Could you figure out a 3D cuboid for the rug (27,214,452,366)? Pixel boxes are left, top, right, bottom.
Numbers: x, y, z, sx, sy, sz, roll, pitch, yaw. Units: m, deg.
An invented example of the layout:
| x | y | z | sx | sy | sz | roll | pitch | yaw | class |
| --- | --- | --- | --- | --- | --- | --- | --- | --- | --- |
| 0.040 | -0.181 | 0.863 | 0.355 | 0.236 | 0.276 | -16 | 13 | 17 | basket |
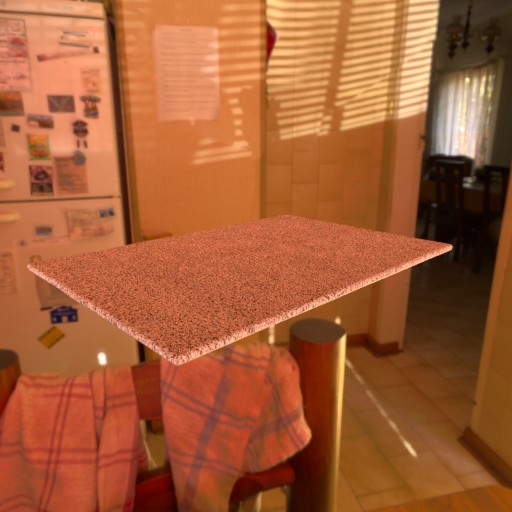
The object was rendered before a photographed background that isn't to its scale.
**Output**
| x | y | z | sx | sy | sz | roll | pitch | yaw | class |
| --- | --- | --- | --- | --- | --- | --- | --- | --- | --- |
| 0.000 | 0.000 | 2.220 | 1.778 | 0.030 | 1.219 | -15 | 22 | -42 | rug |
